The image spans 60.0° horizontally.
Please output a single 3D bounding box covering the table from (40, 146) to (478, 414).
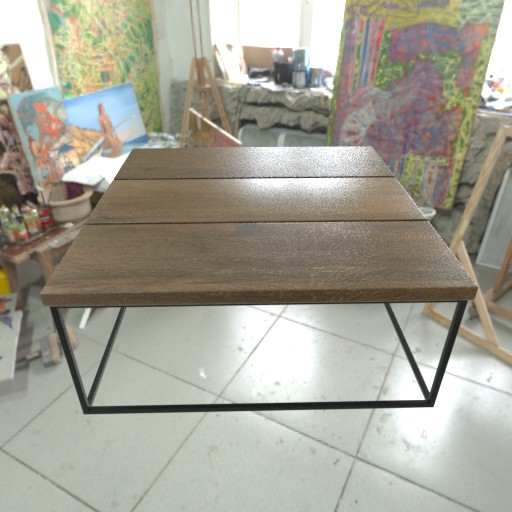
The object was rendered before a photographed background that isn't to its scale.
[{"bbox_3d":[0.000,0.000,1.395,0.900,0.400,0.900,-1,32,-1],"label":"table"}]
